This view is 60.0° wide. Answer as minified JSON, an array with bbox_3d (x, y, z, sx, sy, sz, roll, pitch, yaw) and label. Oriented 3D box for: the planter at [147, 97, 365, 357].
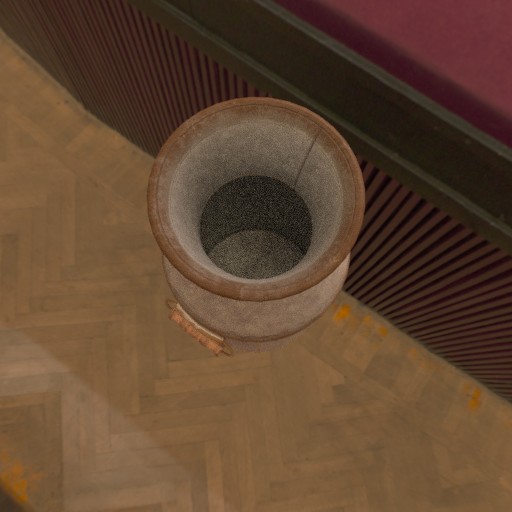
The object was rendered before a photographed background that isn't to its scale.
[{"bbox_3d":[0.000,0.000,0.534,0.214,0.396,0.245,37,78,9],"label":"planter"}]
